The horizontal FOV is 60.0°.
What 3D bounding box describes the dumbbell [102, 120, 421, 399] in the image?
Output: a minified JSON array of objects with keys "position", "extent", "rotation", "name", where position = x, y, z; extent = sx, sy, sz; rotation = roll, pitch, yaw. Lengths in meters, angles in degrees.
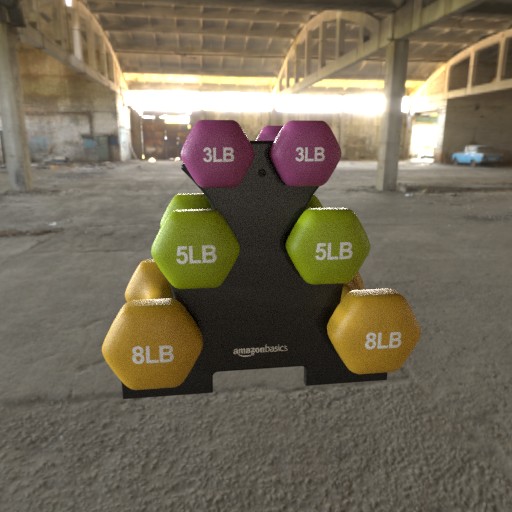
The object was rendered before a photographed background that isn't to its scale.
[{"position":[0.000,0.000,0.472],"extent":[0.300,0.271,0.190],"rotation":[-2,15,-7],"name":"dumbbell"}]
